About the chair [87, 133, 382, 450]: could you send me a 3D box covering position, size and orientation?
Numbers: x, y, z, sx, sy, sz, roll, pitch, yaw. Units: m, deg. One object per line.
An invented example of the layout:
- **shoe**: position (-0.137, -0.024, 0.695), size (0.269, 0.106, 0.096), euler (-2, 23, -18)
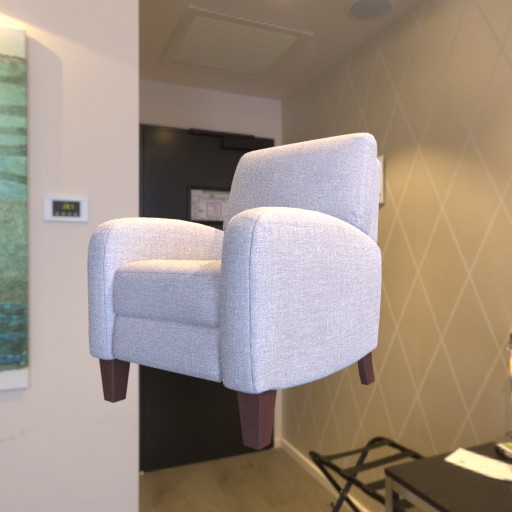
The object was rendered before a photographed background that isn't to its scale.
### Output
- **chair**: position (0.000, 0.000, 1.665), size (0.762, 0.990, 0.990), euler (0, 0, 37)
